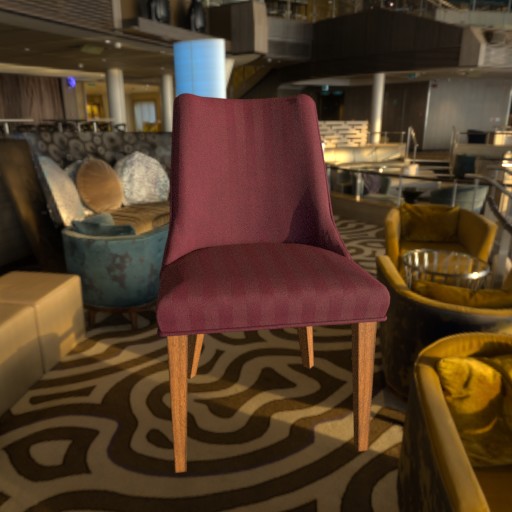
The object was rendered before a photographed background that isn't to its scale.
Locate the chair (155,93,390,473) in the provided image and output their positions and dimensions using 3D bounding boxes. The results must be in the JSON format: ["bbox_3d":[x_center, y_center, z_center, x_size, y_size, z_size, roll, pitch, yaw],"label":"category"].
[{"bbox_3d":[0.000,0.000,1.296,0.548,0.916,0.638,-3,17,-9],"label":"chair"}]
